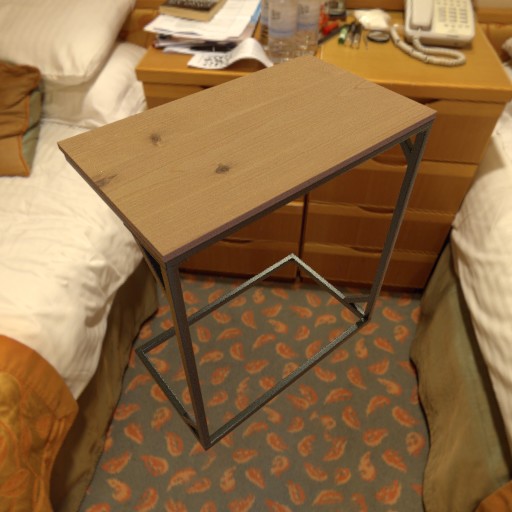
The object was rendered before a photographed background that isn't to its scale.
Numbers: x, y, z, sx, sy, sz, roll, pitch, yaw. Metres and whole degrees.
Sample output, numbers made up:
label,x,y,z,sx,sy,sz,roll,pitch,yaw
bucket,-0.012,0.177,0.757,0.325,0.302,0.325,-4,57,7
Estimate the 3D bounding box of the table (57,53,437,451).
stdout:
label,x,y,z,sx,sy,sz,roll,pitch,yaw
table,0.000,0.000,1.039,0.597,0.673,0.351,-31,53,-26
